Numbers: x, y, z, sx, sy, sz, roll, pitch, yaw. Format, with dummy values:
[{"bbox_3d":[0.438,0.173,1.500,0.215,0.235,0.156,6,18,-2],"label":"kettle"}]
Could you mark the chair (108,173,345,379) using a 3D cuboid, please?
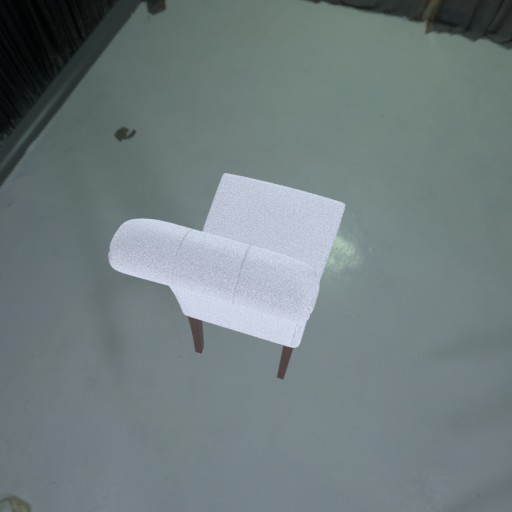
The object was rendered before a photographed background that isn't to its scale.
[{"bbox_3d":[0.000,0.000,1.378,0.456,1.006,0.671,16,63,8],"label":"chair"}]
